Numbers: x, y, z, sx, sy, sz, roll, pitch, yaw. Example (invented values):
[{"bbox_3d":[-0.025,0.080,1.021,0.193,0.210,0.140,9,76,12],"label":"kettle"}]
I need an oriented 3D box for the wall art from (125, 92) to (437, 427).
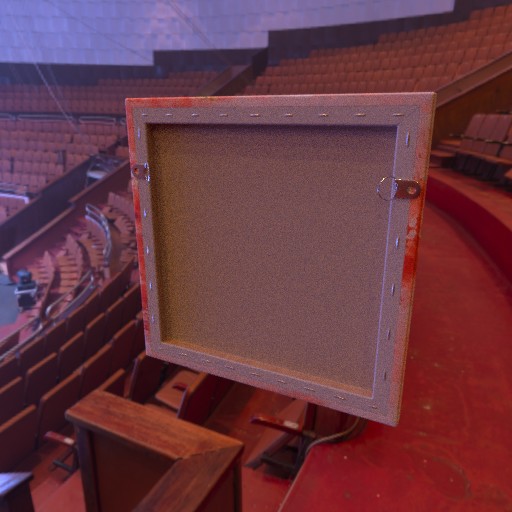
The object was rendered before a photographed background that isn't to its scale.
[{"bbox_3d":[0.000,0.000,1.097,0.747,0.746,0.064,8,20,25],"label":"wall art"}]
